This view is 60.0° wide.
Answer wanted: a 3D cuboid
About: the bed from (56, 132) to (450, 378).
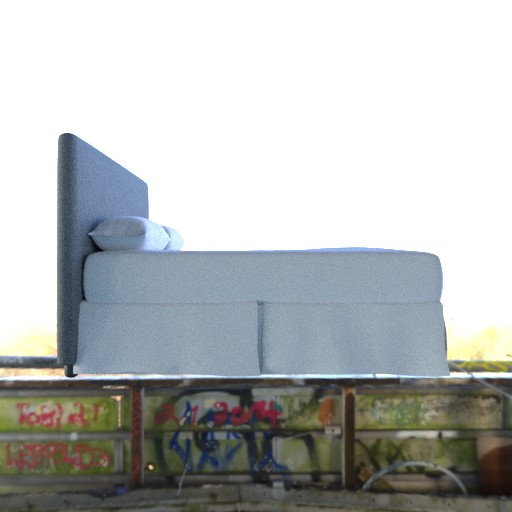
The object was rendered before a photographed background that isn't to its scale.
[{"bbox_3d":[0.000,0.000,3.184,2.142,1.330,1.723,0,0,0],"label":"bed"}]
